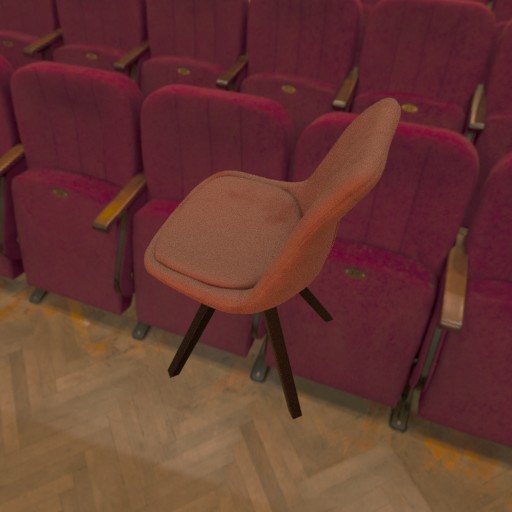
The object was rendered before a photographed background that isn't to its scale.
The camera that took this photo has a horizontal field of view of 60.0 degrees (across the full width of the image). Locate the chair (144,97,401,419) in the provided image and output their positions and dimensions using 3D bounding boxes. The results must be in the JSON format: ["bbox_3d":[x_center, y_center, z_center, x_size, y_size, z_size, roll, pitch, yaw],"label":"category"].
[{"bbox_3d":[0.000,0.000,1.195,0.547,0.865,0.483,16,48,14],"label":"chair"}]
